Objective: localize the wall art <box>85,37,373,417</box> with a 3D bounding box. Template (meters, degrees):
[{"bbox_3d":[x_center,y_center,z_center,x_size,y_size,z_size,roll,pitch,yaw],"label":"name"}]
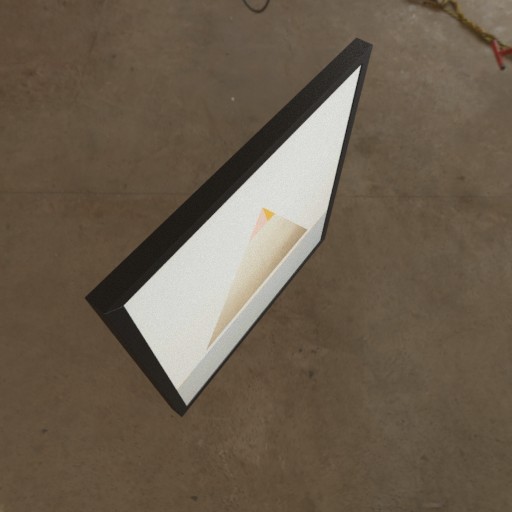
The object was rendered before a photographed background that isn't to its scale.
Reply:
[{"bbox_3d":[0.000,0.000,0.747,0.028,0.511,0.513,33,65,18],"label":"wall art"}]
